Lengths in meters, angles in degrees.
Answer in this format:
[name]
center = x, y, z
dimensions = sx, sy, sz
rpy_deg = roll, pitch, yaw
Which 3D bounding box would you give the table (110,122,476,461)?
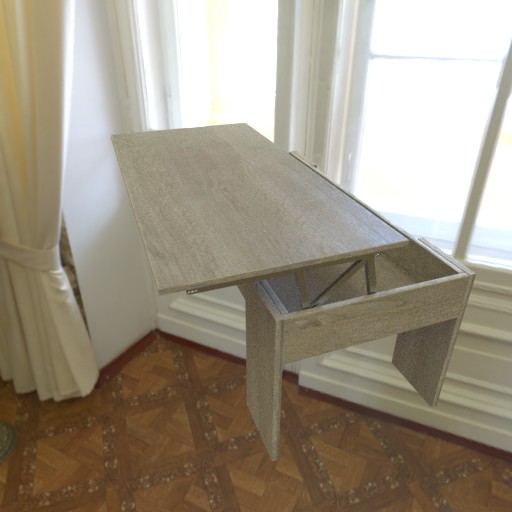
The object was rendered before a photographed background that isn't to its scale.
[table]
center = 0.000, 0.000, 1.386
dimensions = 0.711, 0.570, 1.000
rpy_deg = -11, 32, -17
